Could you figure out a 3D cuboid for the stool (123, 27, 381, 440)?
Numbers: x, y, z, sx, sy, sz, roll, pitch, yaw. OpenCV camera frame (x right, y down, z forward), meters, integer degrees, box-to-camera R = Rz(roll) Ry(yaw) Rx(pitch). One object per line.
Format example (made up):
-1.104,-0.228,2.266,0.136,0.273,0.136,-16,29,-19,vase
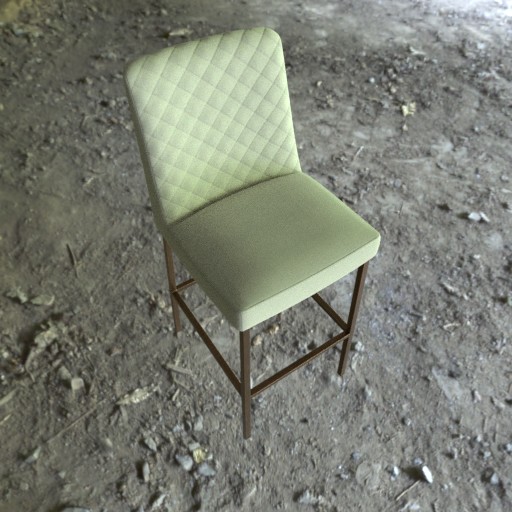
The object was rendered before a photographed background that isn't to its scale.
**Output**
0.000,0.000,1.322,0.462,1.084,0.546,-26,53,-22,stool
